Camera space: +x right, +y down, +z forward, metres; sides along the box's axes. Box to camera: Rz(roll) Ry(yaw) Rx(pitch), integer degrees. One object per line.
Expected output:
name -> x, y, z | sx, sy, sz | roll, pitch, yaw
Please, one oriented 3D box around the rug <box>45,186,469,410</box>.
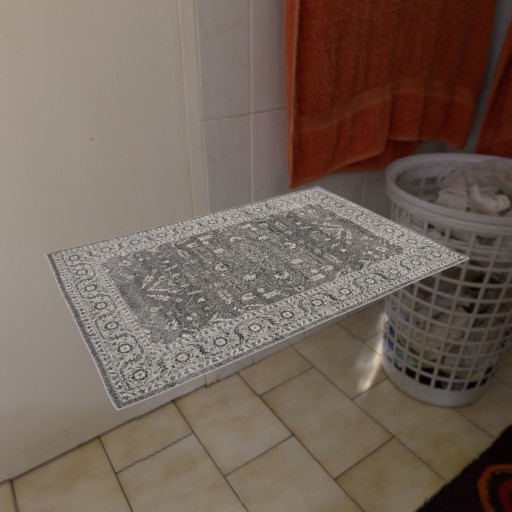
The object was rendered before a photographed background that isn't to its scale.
rug -> 0.000, 0.000, 2.276 | 1.828, 0.019, 1.209 | -18, 34, -28
